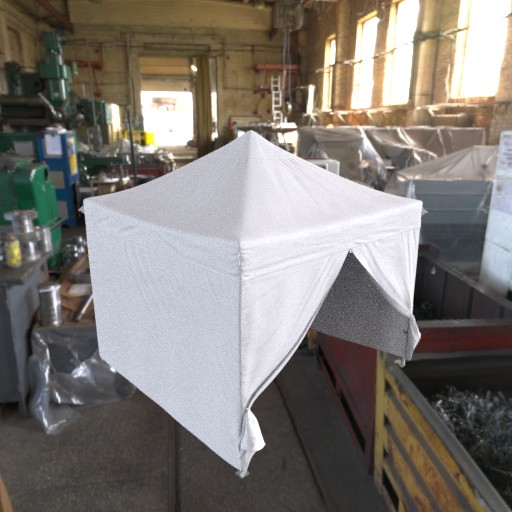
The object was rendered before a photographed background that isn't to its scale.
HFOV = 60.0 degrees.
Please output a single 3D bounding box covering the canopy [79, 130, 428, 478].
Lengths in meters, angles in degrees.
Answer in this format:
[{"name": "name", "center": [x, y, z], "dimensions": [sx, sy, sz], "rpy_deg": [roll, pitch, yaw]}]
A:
[{"name": "canopy", "center": [0.000, 0.000, 5.495], "dimensions": [3.043, 2.997, 3.121], "rpy_deg": [-15, 22, -41]}]
